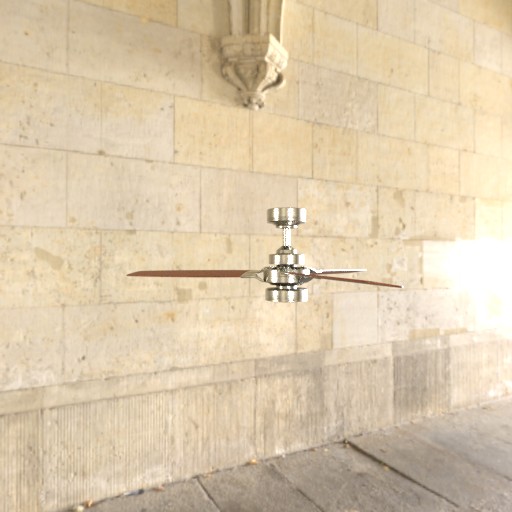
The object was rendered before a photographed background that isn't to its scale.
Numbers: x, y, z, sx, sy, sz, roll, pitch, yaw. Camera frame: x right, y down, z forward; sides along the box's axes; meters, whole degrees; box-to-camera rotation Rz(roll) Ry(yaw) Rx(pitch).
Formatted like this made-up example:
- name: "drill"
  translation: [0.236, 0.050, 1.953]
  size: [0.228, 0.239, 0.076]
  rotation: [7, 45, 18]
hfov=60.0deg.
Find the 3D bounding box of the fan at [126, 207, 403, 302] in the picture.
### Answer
- name: "fan"
  translation: [0.000, 0.000, 2.047]
  size: [1.271, 0.410, 1.416]
  rotation: [0, 0, 18]
